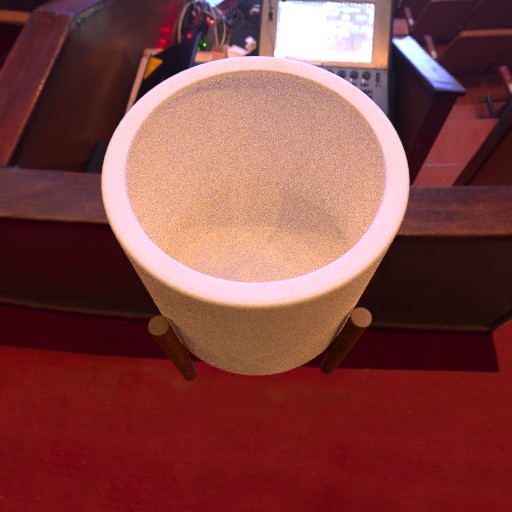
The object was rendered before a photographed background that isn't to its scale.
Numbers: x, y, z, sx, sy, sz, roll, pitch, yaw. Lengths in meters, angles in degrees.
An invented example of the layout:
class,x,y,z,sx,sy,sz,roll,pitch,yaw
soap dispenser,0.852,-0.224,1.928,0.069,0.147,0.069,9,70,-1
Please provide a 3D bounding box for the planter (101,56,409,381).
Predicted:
class,x,y,z,sx,sy,sz,roll,pitch,yaw
planter,0.000,0.000,0.866,0.421,0.581,0.420,0,64,0
